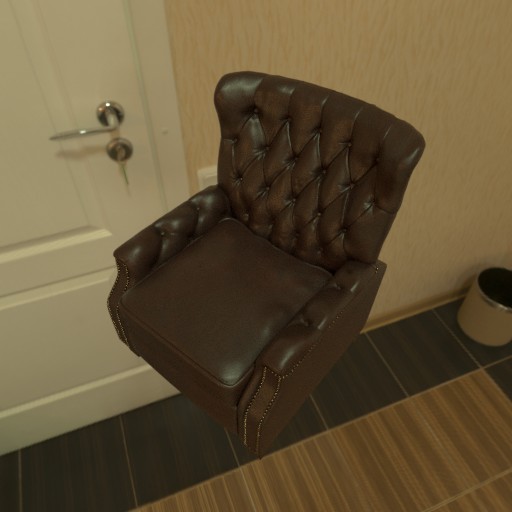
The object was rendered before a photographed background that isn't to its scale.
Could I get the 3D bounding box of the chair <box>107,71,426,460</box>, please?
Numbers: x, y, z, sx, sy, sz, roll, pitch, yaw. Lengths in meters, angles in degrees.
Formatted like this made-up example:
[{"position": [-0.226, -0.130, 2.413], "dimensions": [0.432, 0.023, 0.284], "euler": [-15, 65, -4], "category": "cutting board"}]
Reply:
[{"position": [0.000, 0.000, 1.463], "dimensions": [0.709, 0.864, 0.823], "euler": [30, 53, 26], "category": "chair"}]
